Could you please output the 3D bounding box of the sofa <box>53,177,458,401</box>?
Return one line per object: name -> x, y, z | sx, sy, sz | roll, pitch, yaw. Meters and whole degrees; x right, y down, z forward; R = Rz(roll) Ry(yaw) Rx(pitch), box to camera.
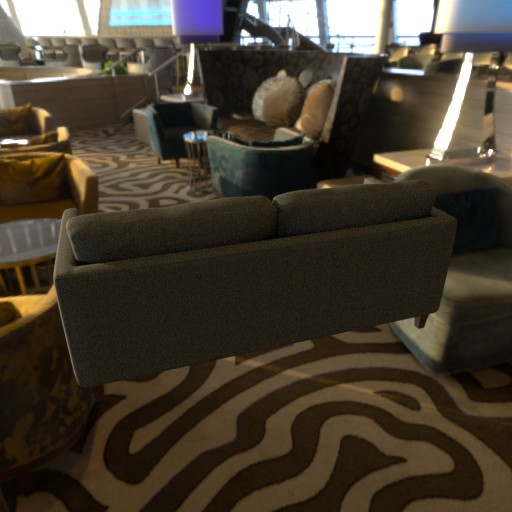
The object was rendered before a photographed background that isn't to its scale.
sofa -> 0.000, 0.000, 2.762 | 2.208, 0.965, 0.948 | -9, 28, -17
